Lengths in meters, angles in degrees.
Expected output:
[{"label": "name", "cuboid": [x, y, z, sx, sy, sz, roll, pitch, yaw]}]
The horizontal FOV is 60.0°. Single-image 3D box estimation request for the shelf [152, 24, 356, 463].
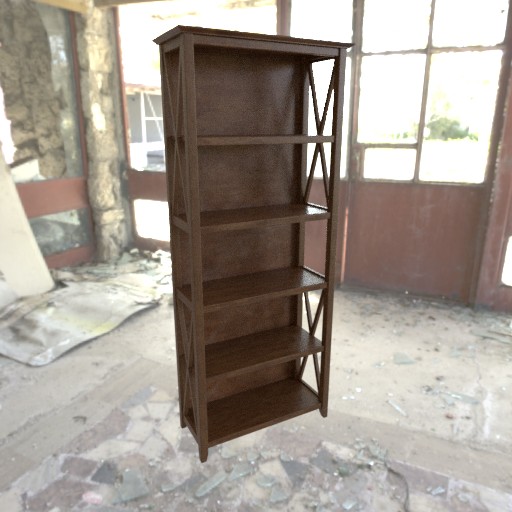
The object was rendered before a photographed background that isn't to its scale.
[{"label": "shelf", "cuboid": [0.000, 0.000, 2.157, 0.805, 1.905, 0.335, -9, 19, -27]}]
